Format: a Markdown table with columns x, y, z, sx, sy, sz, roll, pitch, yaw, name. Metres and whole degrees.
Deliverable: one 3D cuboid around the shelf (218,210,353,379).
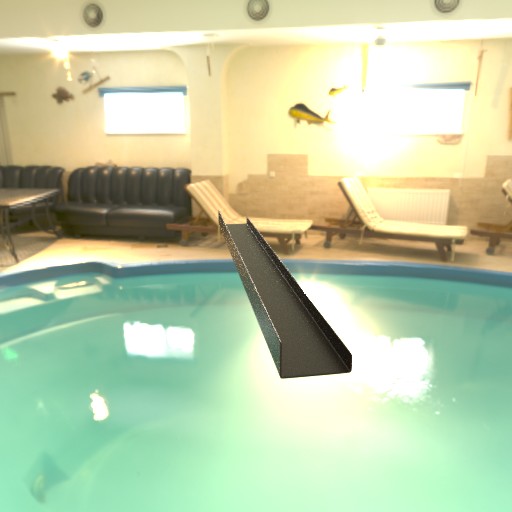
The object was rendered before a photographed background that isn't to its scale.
| x | y | z | sx | sy | sz | roll | pitch | yaw | name |
| --- | --- | --- | --- | --- | --- | --- | --- | --- | --- |
| 0.000 | 0.000 | 0.975 | 0.092 | 0.049 | 0.924 | -3 | 16 | -9 | shelf |
